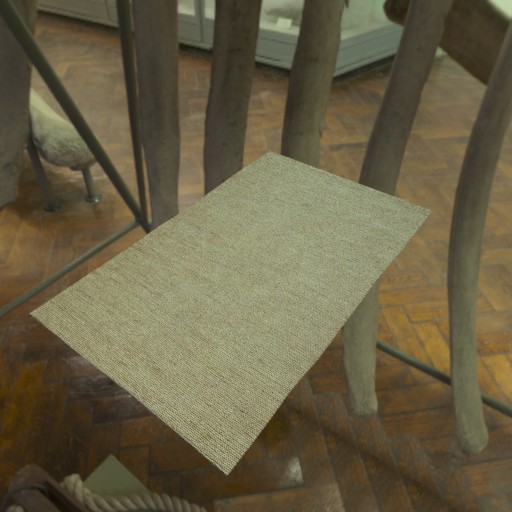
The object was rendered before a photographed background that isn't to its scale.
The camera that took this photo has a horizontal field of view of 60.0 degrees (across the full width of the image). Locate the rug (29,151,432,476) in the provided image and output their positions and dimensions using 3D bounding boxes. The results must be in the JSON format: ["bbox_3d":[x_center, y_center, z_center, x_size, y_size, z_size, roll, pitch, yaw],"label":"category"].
[{"bbox_3d":[0.000,0.000,2.998,1.533,0.011,2.439,27,49,27],"label":"rug"}]
